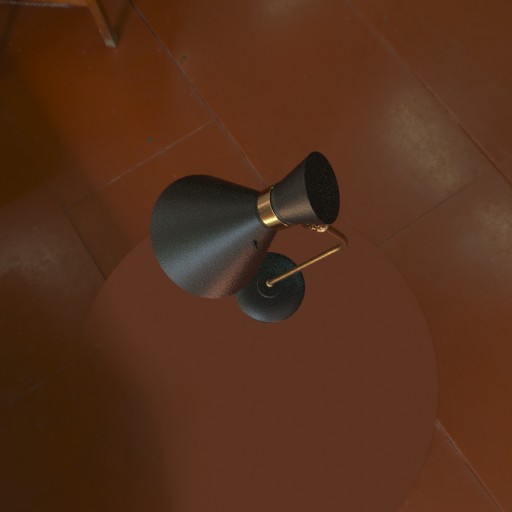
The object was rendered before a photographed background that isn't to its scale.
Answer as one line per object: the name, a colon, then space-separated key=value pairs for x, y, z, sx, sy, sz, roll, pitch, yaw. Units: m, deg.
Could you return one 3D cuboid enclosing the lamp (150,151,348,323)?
lamp: x=0.000 y=0.000 z=0.783 sx=0.292 sy=0.647 sz=0.189 roll=0 pitch=76 yaw=0
